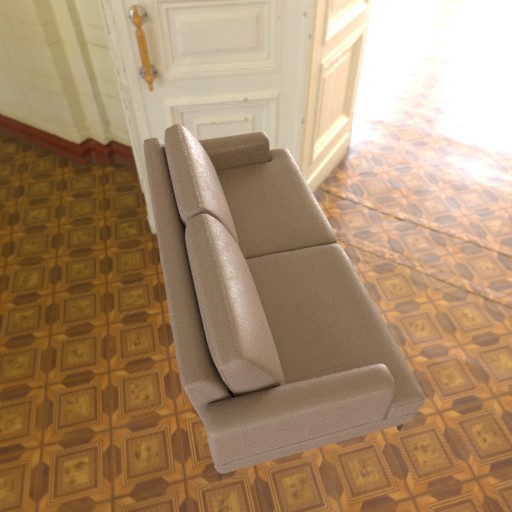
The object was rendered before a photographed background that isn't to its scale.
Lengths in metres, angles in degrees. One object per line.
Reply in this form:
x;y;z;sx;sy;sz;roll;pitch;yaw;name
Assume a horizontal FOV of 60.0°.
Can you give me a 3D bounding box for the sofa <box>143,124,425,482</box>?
0.000;0.000;2.379;0.974;0.765;1.940;-11;48;-10;sofa
